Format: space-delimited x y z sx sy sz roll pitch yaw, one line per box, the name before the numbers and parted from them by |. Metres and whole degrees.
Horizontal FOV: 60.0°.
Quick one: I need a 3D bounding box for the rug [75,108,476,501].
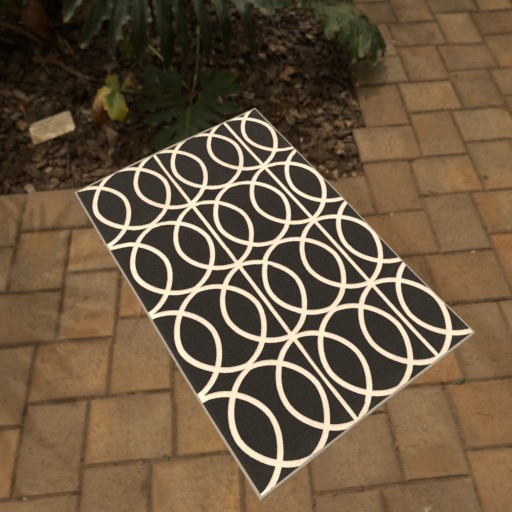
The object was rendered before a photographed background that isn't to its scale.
rug | 0.000 0.000 2.831 1.528 0.014 2.294 -30 64 -17
